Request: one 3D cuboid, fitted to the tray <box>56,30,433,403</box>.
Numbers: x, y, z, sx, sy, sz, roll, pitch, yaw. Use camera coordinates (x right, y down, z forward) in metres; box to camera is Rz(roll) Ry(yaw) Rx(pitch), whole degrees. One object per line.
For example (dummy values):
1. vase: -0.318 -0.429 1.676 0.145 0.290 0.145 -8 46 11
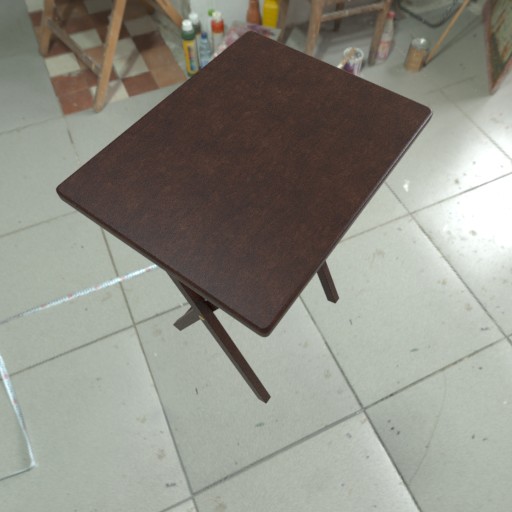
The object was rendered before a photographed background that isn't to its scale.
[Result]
1. tray: 0.000 0.000 0.968 0.381 0.660 0.483 32 64 18
